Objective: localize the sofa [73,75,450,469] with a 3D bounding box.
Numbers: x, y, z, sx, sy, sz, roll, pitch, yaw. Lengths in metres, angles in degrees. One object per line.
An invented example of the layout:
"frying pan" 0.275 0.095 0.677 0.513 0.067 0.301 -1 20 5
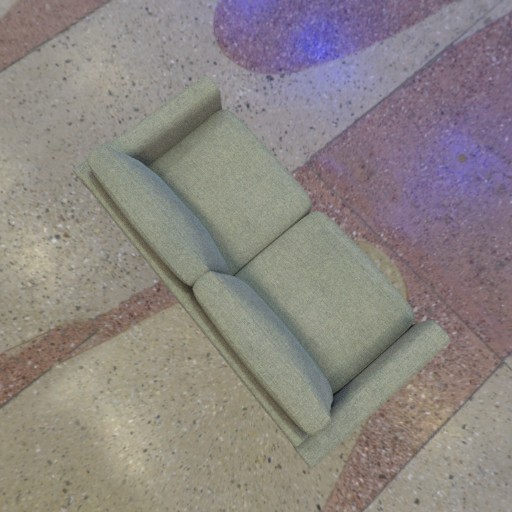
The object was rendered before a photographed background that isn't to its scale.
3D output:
"sofa" 0.000 0.000 2.460 0.969 0.892 1.978 -39 79 -9
